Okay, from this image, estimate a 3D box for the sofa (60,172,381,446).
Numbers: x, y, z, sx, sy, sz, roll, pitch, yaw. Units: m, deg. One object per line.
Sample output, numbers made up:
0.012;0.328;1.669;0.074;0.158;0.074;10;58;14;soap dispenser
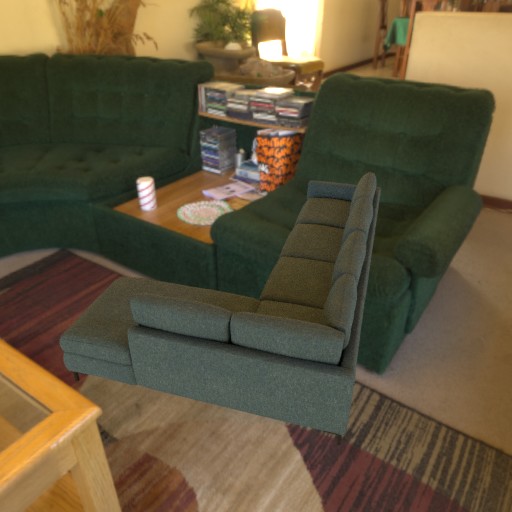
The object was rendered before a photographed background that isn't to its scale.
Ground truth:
0.000;0.000;3.999;2.007;0.815;2.949;9;32;14;sofa
